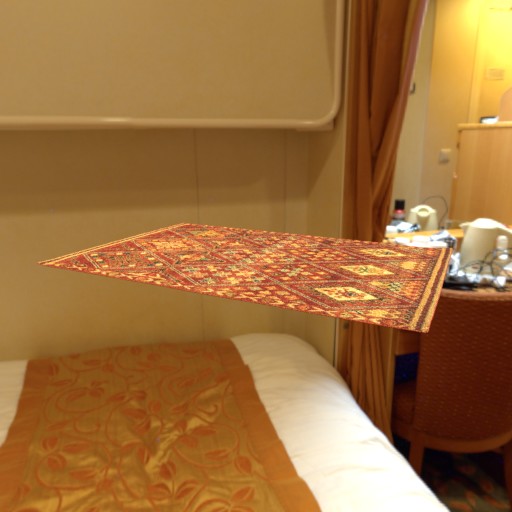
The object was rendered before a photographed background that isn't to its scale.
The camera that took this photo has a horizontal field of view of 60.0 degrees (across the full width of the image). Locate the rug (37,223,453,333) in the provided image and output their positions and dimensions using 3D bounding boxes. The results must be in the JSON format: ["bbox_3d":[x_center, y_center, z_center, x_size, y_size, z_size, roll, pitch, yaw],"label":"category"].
[{"bbox_3d":[0.000,0.000,2.901,2.286,0.026,1.521,7,17,26],"label":"rug"}]
